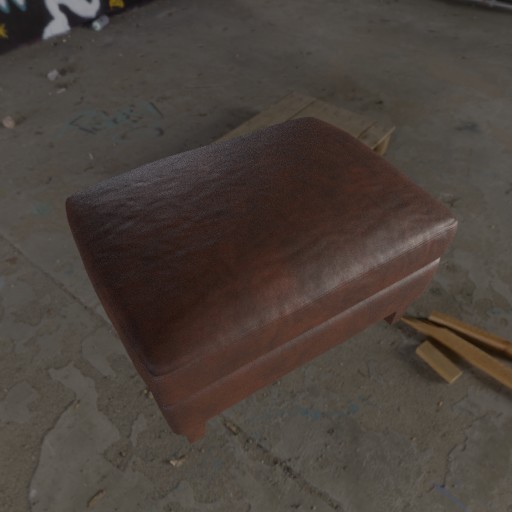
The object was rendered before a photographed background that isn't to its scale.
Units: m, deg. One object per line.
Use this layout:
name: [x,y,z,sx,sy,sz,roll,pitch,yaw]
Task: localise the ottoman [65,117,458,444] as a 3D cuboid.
ottoman: [0.000,0.000,1.289,0.887,0.527,0.659,-24,51,-21]
